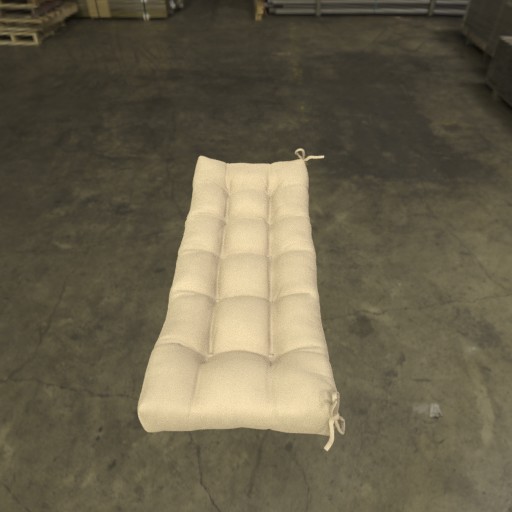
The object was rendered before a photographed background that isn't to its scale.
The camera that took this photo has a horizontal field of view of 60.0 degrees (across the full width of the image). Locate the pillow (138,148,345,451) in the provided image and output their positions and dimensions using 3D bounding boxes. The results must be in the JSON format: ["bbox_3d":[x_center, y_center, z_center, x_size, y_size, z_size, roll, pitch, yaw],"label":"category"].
[{"bbox_3d":[0.000,0.000,1.377,0.511,0.174,1.194,1,41,1],"label":"pillow"}]
